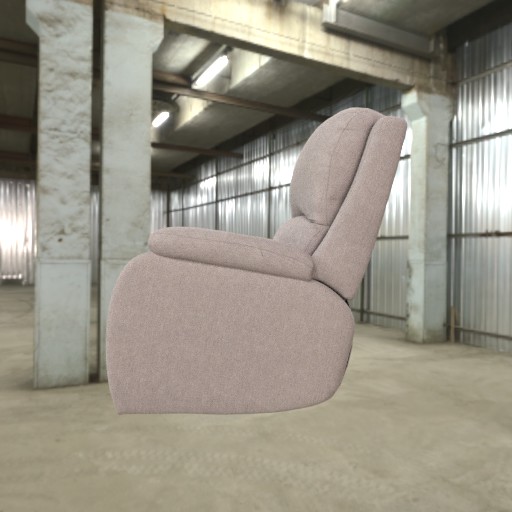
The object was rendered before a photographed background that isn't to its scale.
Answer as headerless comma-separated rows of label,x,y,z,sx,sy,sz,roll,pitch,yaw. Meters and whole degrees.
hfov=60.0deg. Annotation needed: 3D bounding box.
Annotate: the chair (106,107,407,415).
chair,0.000,0.000,1.721,0.899,1.011,0.930,0,0,1
